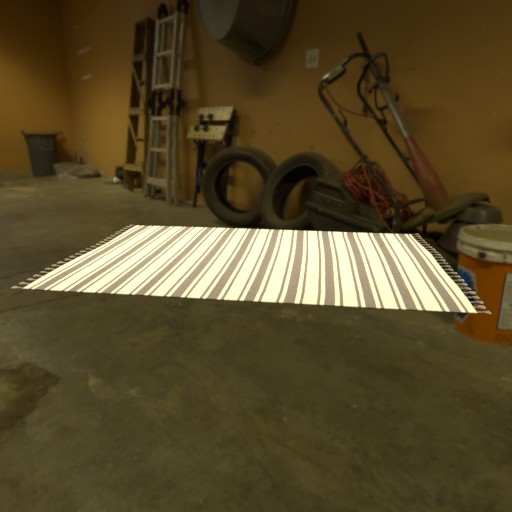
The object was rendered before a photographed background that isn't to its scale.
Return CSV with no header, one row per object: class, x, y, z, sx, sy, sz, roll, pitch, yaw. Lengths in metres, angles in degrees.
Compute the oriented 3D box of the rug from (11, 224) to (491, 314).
rug,0.000,0.000,2.925,2.425,0.014,1.563,2,17,8
